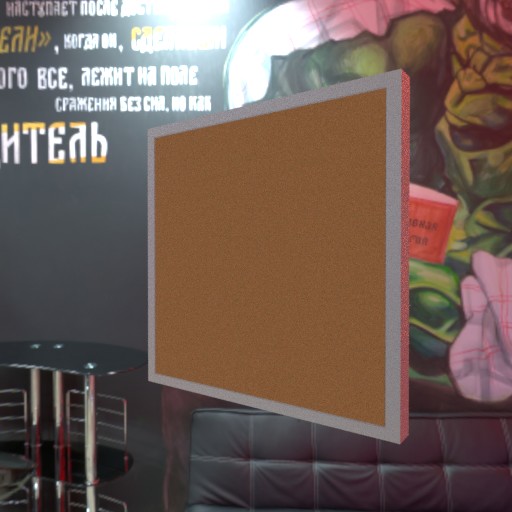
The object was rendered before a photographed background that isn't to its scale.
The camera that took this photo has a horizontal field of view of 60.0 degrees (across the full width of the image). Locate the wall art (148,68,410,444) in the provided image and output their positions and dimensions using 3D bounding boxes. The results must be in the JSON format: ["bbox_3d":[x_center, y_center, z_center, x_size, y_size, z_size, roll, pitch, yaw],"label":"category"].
[{"bbox_3d":[0.000,0.000,0.759,0.506,0.506,0.038,0,1,35],"label":"wall art"}]
